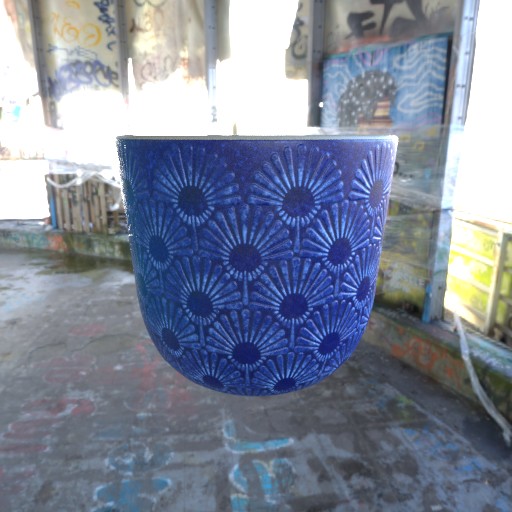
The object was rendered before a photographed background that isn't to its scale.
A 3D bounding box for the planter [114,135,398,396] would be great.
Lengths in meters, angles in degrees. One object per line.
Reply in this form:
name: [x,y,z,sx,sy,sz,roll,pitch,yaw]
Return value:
planter: [0.000,0.000,0.361,0.206,0.190,0.206,0,15,0]
